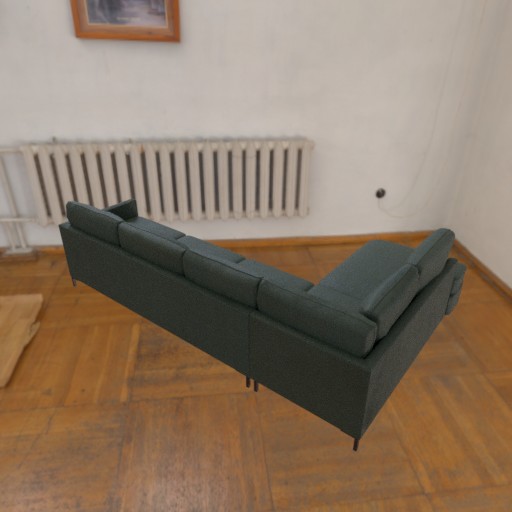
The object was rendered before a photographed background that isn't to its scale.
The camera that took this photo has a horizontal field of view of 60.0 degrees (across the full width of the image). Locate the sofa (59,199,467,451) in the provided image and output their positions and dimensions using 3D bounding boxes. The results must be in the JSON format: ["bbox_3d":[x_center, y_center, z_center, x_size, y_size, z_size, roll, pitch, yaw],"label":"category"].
[{"bbox_3d":[0.000,0.000,4.299,3.384,0.996,2.048,21,35,33],"label":"sofa"}]
